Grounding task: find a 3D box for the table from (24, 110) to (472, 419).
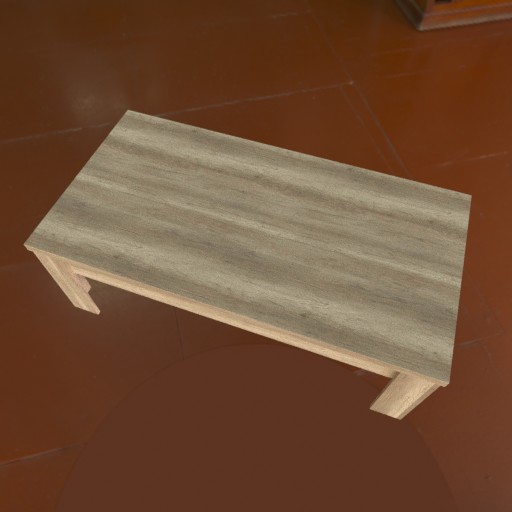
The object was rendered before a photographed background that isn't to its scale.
[{"bbox_3d":[0.000,0.000,1.685,1.350,0.460,0.700,17,59,10],"label":"table"}]
